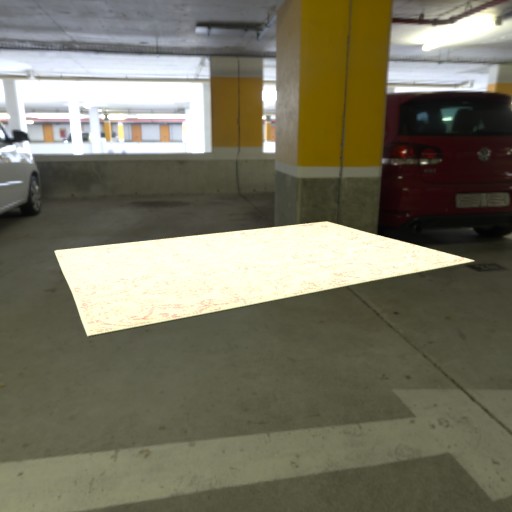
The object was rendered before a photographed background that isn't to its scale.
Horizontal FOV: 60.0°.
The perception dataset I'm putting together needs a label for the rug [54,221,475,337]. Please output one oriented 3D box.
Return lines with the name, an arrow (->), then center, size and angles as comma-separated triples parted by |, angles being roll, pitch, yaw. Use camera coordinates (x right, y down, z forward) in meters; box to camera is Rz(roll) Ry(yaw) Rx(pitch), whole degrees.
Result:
rug -> 0.000, 0.000, 3.457 | 2.746, 0.018, 1.819 | -8, 17, -27
